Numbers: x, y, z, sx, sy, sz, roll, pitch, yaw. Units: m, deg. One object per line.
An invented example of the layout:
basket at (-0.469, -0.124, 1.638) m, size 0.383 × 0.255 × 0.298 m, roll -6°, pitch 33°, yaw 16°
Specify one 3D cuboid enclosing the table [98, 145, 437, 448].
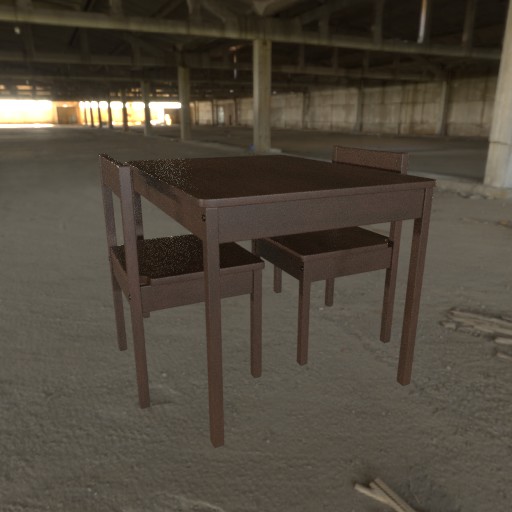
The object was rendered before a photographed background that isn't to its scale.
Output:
table at (0.000, 0.000, 1.110) m, size 0.672 × 0.503 × 0.650 m, roll -8°, pitch 19°, yaw -24°
